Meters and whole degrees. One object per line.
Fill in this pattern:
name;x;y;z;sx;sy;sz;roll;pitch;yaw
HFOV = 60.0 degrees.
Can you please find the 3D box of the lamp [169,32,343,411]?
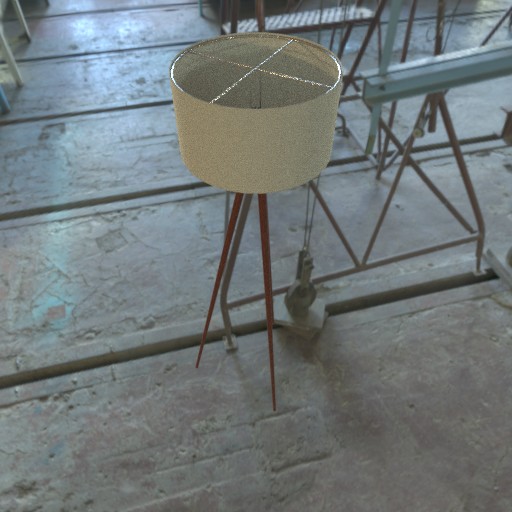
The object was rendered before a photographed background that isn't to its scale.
lamp;0.000;0.000;1.803;0.483;1.553;0.483;23;51;20
